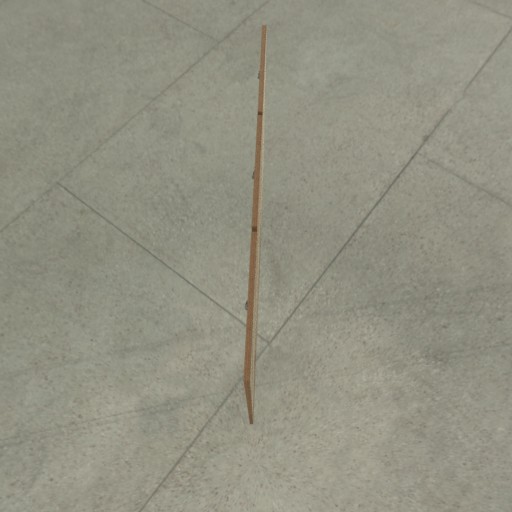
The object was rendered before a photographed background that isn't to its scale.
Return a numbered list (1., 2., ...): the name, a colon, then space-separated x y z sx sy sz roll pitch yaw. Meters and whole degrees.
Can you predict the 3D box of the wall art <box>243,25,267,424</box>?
1. wall art: 0.000 0.000 1.384 0.018 0.913 0.915 2 65 1
